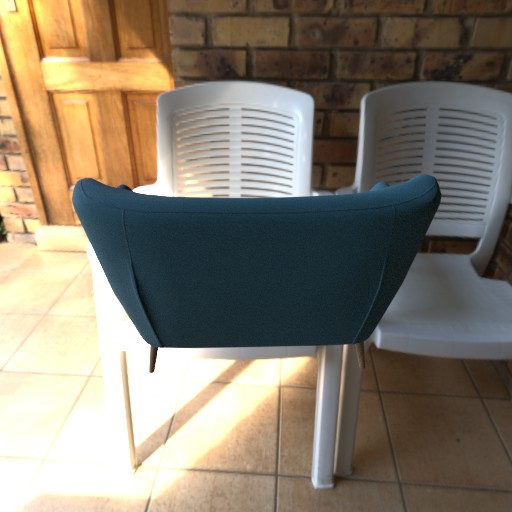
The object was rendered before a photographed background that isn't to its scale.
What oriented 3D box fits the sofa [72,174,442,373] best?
[{"bbox_3d":[0.000,0.000,1.985,1.397,0.889,0.889,-1,29,-2],"label":"sofa"}]
